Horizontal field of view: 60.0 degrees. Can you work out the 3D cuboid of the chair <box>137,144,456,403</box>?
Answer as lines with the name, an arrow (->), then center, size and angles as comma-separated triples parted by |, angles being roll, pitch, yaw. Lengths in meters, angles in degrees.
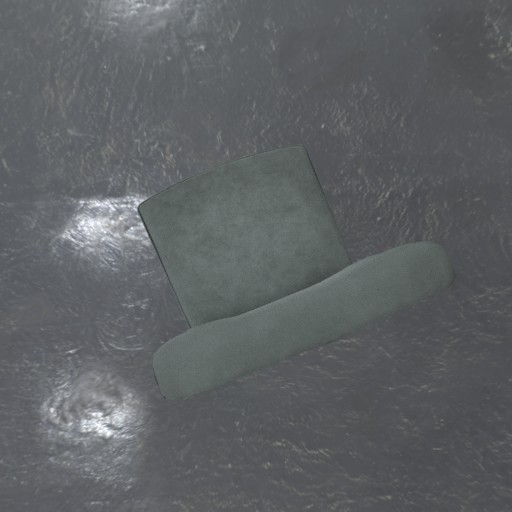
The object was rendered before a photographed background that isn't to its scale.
chair -> 0.000, 0.000, 1.152 | 0.521, 0.806, 0.554 | -21, 76, -6
